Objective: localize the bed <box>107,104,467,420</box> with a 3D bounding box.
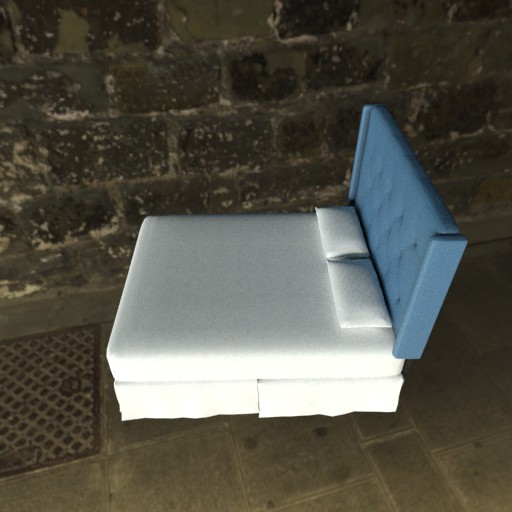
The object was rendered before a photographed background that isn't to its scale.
[{"bbox_3d":[0.000,0.000,3.340,2.078,1.665,1.719,-1,41,-1],"label":"bed"}]
